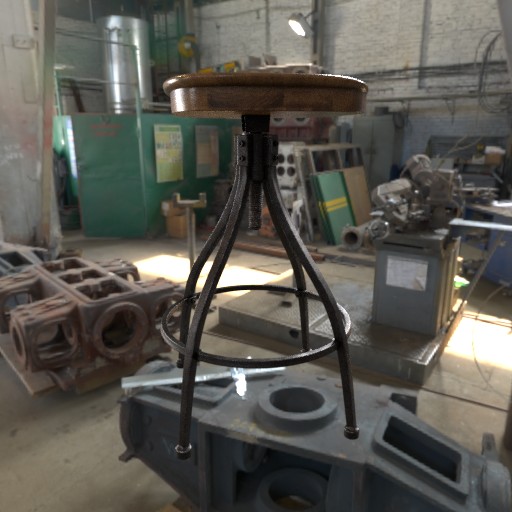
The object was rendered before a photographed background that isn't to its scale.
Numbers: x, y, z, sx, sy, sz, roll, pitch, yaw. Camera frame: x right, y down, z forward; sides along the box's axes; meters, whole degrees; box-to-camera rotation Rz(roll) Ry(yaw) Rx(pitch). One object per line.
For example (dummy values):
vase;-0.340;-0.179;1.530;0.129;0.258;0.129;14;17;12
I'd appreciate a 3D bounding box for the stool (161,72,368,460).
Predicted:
stool;0.000;0.000;0.963;0.424;0.694;0.432;-3;16;-9
